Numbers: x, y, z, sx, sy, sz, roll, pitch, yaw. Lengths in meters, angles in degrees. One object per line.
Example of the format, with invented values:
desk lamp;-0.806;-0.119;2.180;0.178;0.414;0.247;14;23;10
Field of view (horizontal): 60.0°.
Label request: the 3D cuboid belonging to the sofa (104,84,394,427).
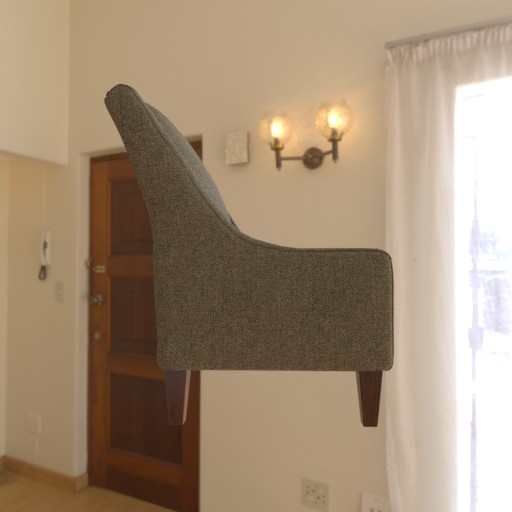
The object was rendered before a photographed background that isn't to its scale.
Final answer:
sofa;0.000;0.000;1.898;0.870;1.021;1.242;0;-1;2
